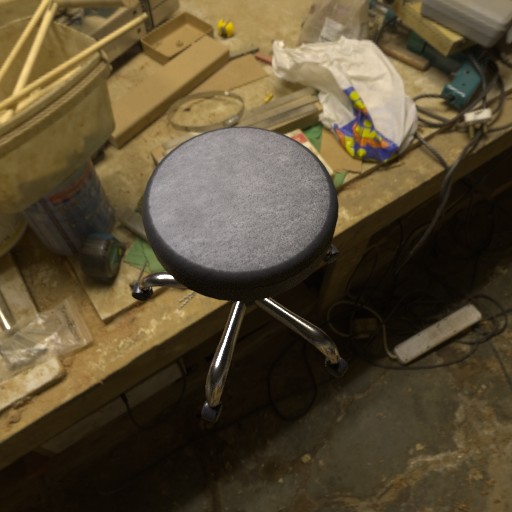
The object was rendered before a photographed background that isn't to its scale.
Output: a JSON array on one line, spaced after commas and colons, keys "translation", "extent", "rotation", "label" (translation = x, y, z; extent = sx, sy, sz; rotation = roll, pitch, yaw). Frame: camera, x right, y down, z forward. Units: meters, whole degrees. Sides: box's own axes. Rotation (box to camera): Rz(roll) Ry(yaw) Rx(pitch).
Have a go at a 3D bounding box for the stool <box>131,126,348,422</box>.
[{"translation": [0.000, 0.000, 1.149], "extent": [0.638, 0.576, 0.673], "rotation": [-29, 64, -16], "label": "stool"}]
